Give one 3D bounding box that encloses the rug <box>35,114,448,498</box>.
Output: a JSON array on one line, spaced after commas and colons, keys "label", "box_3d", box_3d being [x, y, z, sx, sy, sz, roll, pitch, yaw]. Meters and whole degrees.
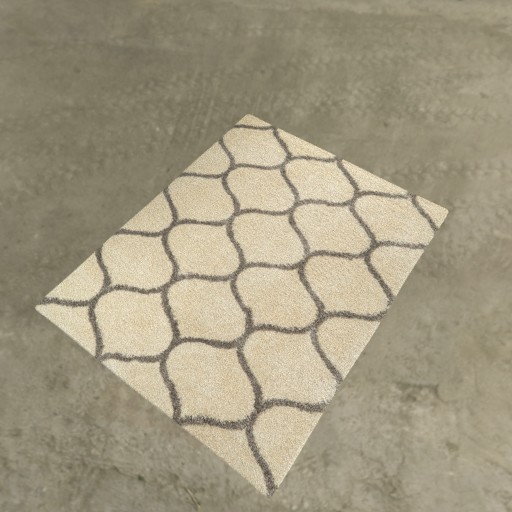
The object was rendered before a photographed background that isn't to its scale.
[{"label": "rug", "box_3d": [0.000, 0.000, 3.960, 2.399, 0.026, 3.000, 31, 62, 19]}]
